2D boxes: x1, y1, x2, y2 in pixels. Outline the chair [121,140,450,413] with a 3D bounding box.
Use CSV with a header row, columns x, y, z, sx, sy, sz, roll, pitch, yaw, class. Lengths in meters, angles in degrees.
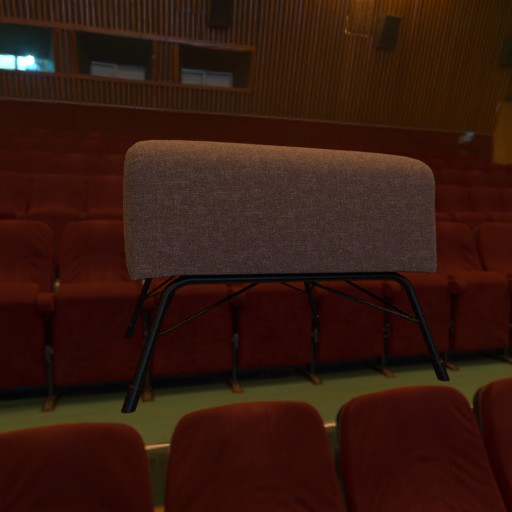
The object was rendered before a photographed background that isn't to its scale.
x,y,z,sx,sy,sz,roll,pitch,yaw,class
0.000,0.000,0.917,0.530,0.410,0.530,0,1,-16,chair
